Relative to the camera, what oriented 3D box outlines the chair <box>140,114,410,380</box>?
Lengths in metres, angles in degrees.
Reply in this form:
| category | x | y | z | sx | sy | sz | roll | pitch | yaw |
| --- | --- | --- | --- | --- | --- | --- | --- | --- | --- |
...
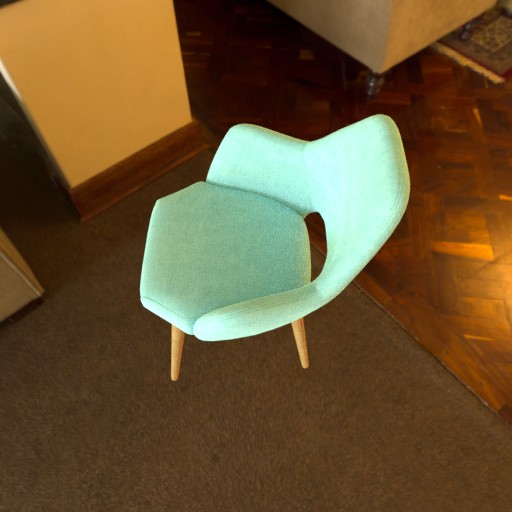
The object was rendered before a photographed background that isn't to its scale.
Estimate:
| category | x | y | z | sx | sy | sz | roll | pitch | yaw |
| --- | --- | --- | --- | --- | --- | --- | --- | --- | --- |
| chair | 0.000 | 0.000 | 1.252 | 0.610 | 0.840 | 0.590 | 0 | 59 | 0 |
